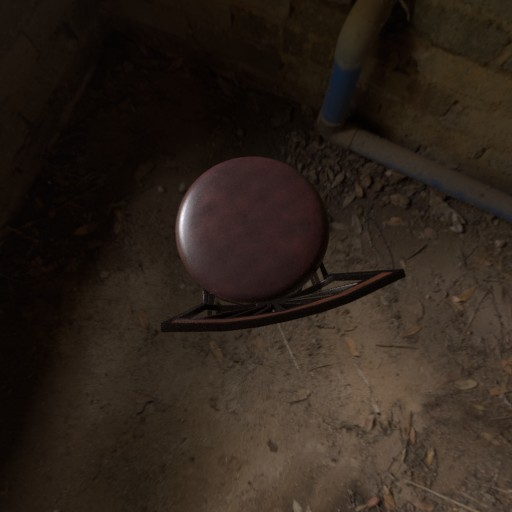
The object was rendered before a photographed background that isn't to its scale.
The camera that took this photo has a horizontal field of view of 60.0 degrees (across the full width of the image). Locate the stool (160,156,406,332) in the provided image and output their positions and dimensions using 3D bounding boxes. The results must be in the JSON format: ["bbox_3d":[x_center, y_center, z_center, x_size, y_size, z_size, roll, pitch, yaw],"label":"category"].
[{"bbox_3d":[0.000,0.000,1.353,0.433,1.117,0.514,-12,76,-3],"label":"stool"}]
